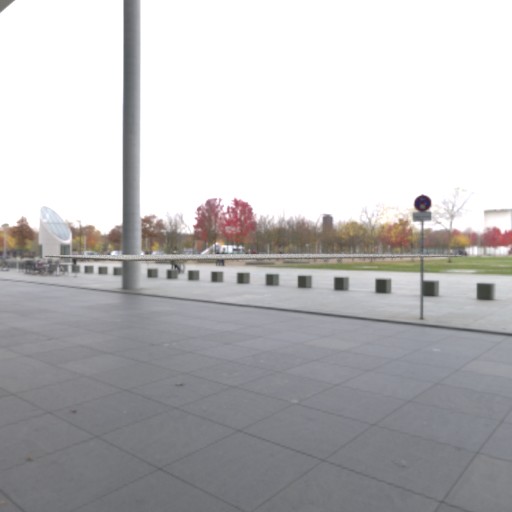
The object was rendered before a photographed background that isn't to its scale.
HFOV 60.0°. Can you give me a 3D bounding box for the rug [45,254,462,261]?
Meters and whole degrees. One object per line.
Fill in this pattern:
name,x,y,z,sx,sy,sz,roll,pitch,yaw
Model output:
rug,0.000,0.000,2.909,2.286,0.011,1.524,0,1,-35
